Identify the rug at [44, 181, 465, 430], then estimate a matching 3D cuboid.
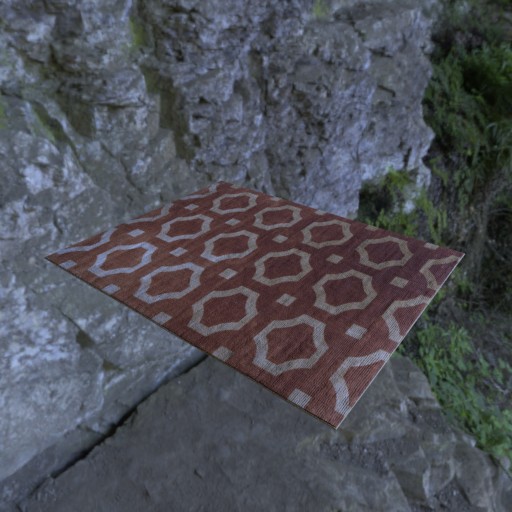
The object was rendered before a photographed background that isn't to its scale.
[{"bbox_3d":[0.000,0.000,4.120,3.049,0.021,2.466,22,37,32],"label":"rug"}]
